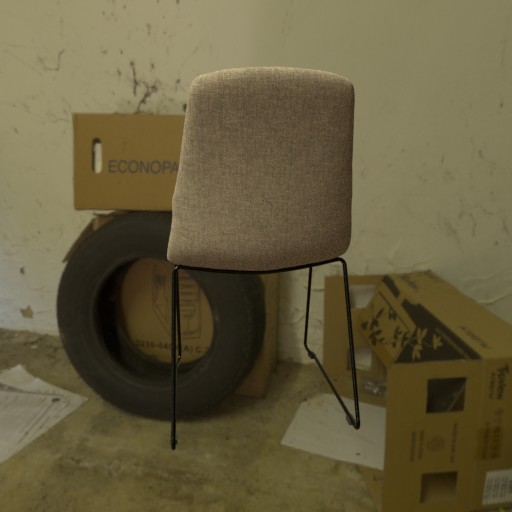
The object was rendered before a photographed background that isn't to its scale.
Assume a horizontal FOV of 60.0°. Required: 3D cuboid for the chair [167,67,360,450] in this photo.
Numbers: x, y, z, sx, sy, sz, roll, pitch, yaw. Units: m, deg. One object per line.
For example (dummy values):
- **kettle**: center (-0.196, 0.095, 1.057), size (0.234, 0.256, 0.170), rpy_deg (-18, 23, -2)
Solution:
- **chair**: center (0.000, 0.000, 1.158), size (0.479, 0.858, 0.518), rpy_deg (-3, 16, -9)
